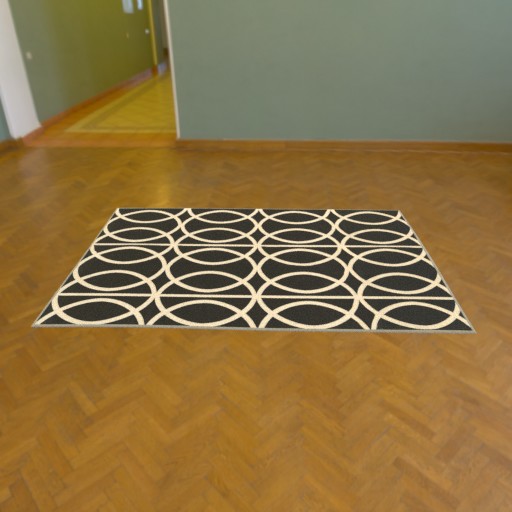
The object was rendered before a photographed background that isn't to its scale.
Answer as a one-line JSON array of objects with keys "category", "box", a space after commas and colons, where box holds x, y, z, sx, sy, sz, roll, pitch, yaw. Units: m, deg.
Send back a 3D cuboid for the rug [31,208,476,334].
[{"category": "rug", "box": [0.000, 0.000, 2.924, 2.294, 0.014, 1.528, 1, 30, 1]}]
